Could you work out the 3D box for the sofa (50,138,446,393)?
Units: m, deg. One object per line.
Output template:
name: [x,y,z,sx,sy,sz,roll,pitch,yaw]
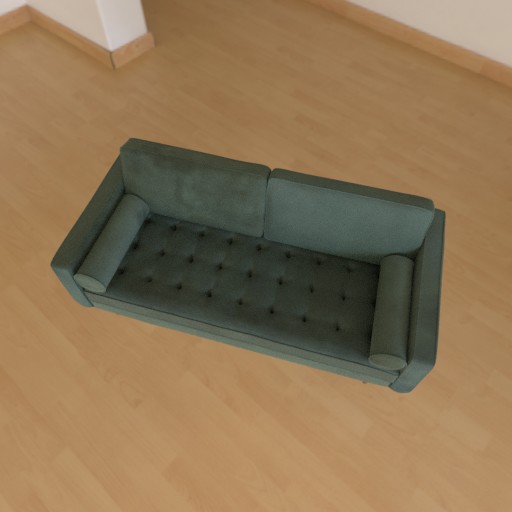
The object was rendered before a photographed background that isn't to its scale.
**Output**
sofa: [0.000,0.000,2.407,1.880,0.772,0.916,13,57,9]
